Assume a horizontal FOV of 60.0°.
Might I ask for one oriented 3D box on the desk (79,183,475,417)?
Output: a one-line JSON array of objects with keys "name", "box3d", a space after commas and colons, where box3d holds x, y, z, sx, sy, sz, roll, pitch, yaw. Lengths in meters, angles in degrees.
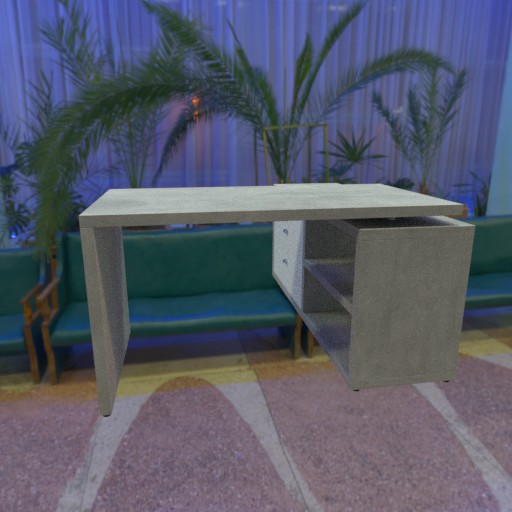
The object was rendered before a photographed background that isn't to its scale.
[{"name": "desk", "box3d": [0.000, 0.000, 2.326, 1.400, 0.740, 1.500, -3, 16, -10]}]
